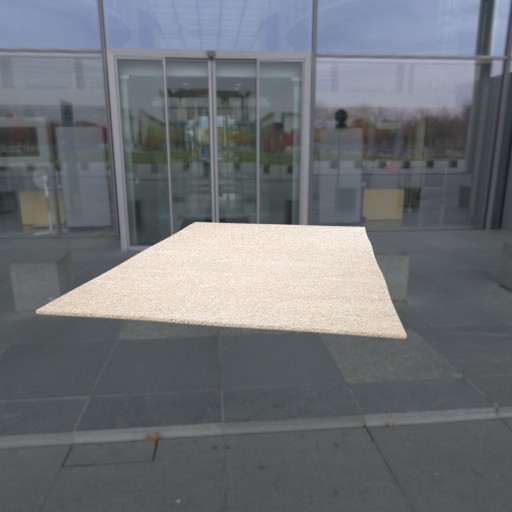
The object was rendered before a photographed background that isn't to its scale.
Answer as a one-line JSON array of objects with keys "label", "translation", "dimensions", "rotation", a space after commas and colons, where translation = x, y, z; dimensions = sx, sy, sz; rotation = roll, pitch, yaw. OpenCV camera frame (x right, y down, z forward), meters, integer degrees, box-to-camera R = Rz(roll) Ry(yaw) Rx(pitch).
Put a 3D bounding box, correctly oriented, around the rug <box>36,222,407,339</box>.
[{"label": "rug", "translation": [0.000, 0.000, 3.384], "dimensions": [1.800, 0.025, 2.699], "rotation": [2, 14, 9]}]
